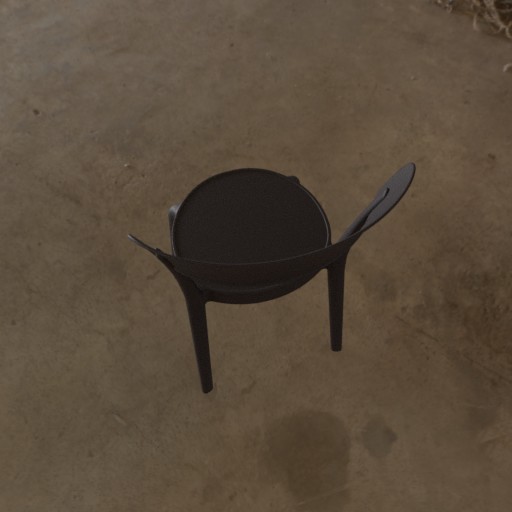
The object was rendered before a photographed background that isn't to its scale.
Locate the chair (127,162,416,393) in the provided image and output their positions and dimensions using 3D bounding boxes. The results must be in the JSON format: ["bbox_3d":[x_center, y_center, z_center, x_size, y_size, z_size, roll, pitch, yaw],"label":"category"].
[{"bbox_3d":[0.000,0.000,1.127,0.506,0.790,0.491,-15,60,-9],"label":"chair"}]
